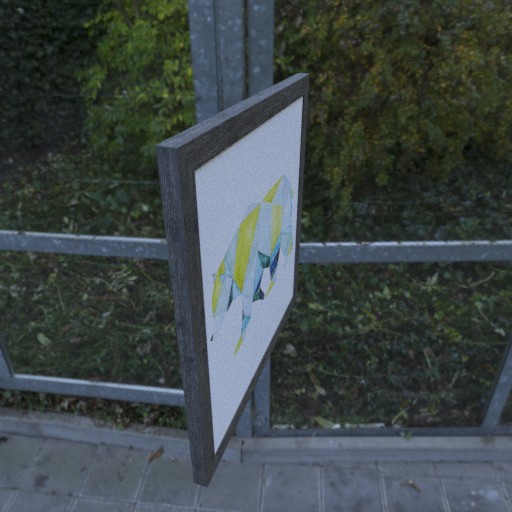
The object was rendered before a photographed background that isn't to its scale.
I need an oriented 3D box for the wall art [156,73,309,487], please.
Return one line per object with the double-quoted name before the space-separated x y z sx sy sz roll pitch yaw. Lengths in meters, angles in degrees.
"wall art" 0.000 0.000 0.671 0.027 0.459 0.462 10 31 17
